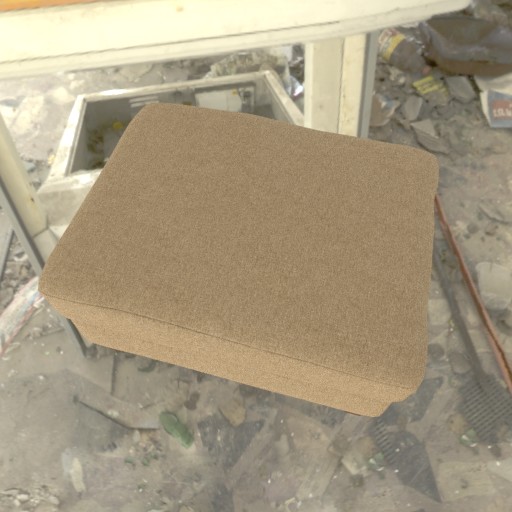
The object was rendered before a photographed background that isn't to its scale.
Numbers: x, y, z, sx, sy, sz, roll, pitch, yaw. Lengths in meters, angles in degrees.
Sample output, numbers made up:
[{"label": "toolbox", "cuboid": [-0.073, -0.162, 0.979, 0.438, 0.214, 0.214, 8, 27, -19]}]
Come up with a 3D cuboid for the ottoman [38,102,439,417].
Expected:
[{"label": "ottoman", "cuboid": [0.000, 0.000, 1.279, 0.889, 0.511, 0.692, 13, 59, 8]}]
